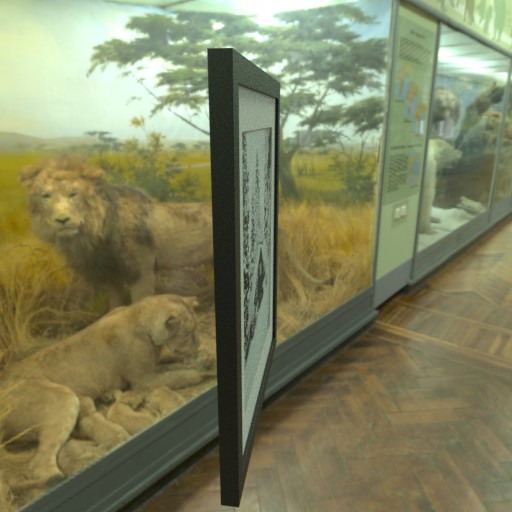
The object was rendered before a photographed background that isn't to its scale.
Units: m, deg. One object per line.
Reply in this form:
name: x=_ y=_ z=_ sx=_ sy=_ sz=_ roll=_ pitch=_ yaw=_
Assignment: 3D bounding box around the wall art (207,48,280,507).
wall art: x=0.000 y=0.000 z=0.514 sx=0.018 sy=0.397 sz=0.325 roll=3 pitch=18 yaw=8
